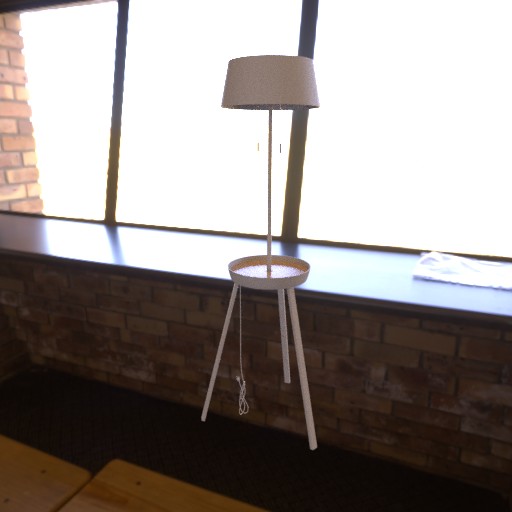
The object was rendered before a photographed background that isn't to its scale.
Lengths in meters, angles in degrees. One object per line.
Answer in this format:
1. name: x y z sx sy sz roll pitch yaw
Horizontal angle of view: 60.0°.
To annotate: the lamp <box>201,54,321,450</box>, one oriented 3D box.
1. lamp: 0.000 0.000 1.735 0.468 1.429 0.508 -2 15 -8
